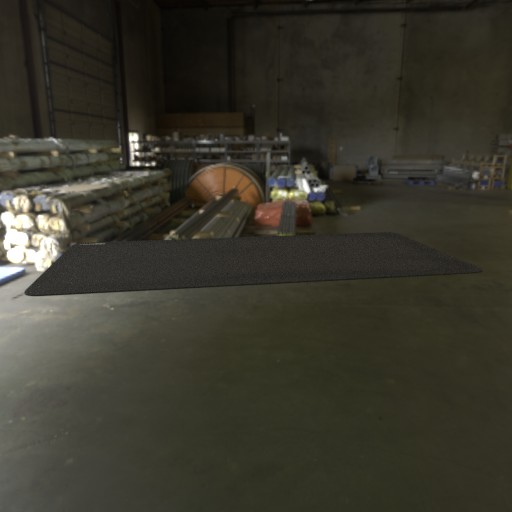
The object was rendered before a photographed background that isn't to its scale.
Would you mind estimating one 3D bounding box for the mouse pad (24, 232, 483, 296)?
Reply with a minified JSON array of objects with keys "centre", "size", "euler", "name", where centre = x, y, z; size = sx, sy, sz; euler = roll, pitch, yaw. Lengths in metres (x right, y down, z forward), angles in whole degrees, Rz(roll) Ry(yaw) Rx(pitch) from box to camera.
[{"centre":[0.000,0.000,1.045],"size":[0.907,0.003,0.424],"euler":[-2,15,-9],"name":"mouse pad"}]
